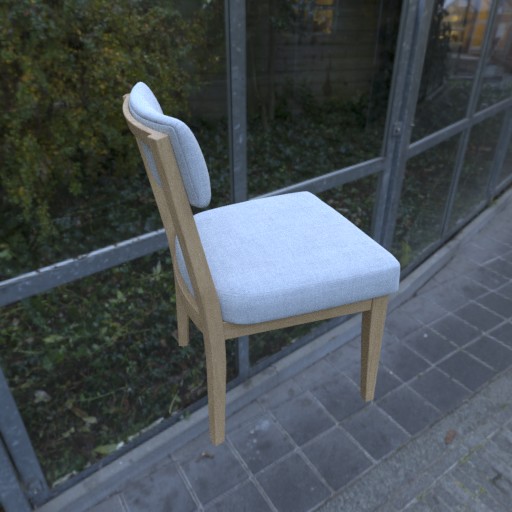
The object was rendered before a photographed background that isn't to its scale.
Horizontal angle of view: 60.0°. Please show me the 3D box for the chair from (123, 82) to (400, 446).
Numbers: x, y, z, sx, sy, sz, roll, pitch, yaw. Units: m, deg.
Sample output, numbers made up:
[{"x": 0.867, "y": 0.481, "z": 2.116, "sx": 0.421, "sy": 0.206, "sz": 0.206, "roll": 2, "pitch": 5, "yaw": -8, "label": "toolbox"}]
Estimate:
[{"x": 0.000, "y": 0.000, "z": 1.178, "sx": 0.572, "sy": 0.832, "sz": 0.508, "roll": -10, "pitch": 31, "yaw": -18, "label": "chair"}]
